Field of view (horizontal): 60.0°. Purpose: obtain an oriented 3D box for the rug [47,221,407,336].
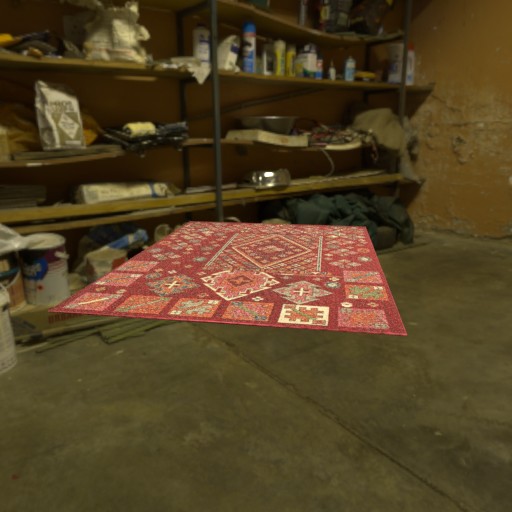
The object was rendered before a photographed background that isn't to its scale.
[{"bbox_3d":[0.000,0.000,2.932,1.579,0.007,2.184,2,16,9],"label":"rug"}]
